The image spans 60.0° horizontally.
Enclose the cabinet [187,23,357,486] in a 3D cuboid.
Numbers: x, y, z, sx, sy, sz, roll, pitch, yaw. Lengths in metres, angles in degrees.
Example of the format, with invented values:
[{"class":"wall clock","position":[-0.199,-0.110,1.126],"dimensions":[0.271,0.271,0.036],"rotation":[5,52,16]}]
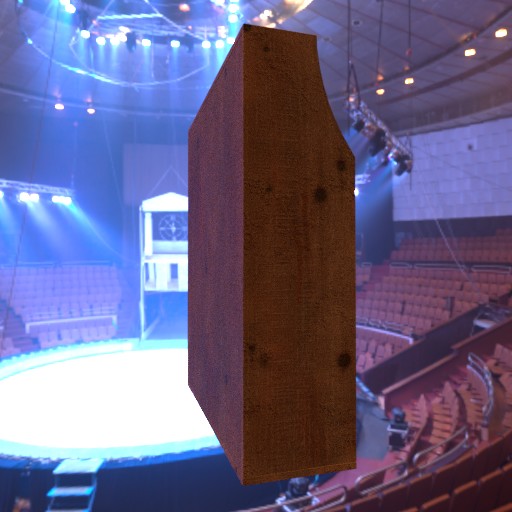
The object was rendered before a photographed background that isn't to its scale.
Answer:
[{"class":"cabinet","position":[0.000,0.000,0.825],"dimensions":[0.184,0.590,0.489],"rotation":[0,-1,-17]}]
